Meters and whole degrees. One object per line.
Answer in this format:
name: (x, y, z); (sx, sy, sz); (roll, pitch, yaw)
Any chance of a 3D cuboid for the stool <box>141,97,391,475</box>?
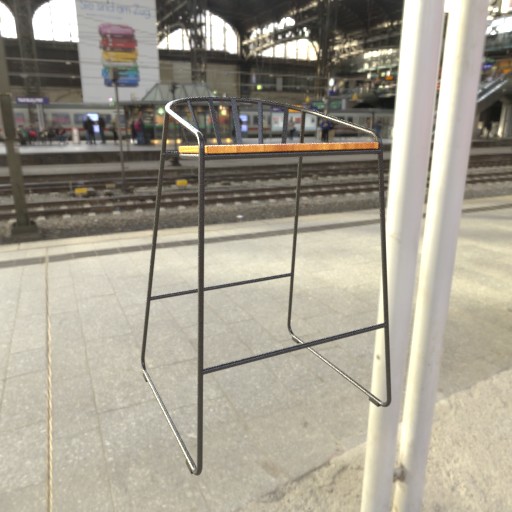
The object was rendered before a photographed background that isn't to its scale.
stool: (0.000, 0.000, 1.167); (0.546, 0.812, 0.521); (-8, 18, -26)
